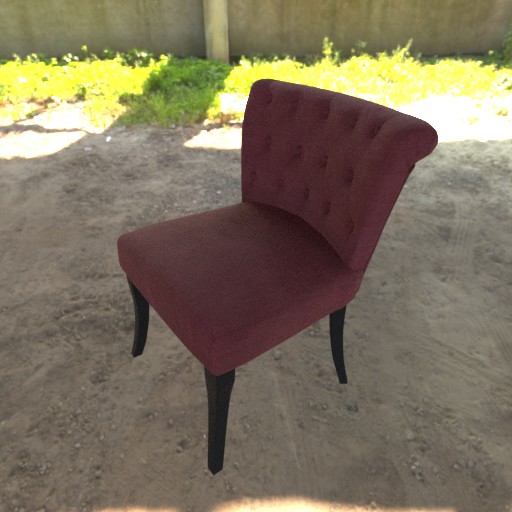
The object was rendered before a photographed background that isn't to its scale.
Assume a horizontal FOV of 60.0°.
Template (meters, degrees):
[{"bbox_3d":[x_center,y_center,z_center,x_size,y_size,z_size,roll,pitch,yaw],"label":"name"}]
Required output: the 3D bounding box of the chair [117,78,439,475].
[{"bbox_3d":[0.000,0.000,1.156,0.605,0.750,0.582,-21,38,-30],"label":"chair"}]
